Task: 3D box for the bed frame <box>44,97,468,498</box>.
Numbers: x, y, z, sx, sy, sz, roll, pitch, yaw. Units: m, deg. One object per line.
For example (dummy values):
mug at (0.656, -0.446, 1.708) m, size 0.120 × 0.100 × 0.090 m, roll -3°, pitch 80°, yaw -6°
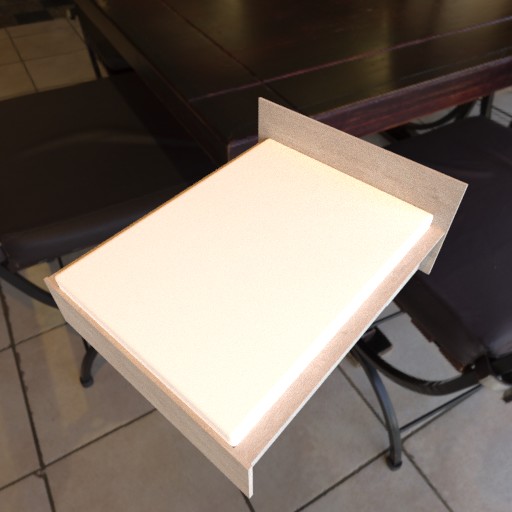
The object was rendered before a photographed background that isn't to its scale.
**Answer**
bed frame at (0.000, 0.000, 2.772) m, size 1.622 × 0.800 × 1.960 m, roll 32°, pitch 55°, yaw 27°
